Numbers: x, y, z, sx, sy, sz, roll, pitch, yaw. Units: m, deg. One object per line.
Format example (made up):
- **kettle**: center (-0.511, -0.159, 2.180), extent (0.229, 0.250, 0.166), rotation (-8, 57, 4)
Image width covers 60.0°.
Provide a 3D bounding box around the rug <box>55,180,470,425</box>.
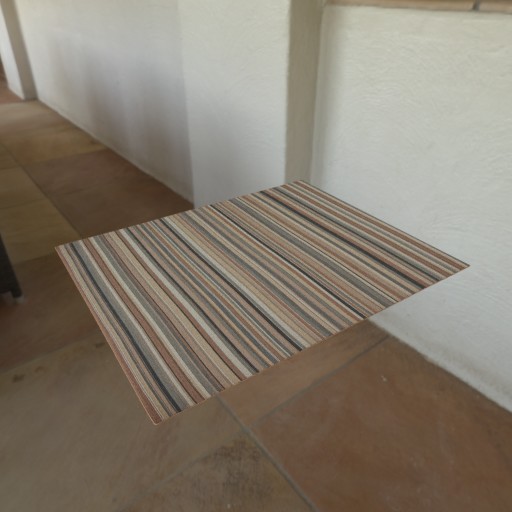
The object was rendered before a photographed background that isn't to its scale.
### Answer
- **rug**: center (0.000, 0.000, 4.137), extent (3.045, 0.011, 2.436), rotation (-20, 37, -28)
